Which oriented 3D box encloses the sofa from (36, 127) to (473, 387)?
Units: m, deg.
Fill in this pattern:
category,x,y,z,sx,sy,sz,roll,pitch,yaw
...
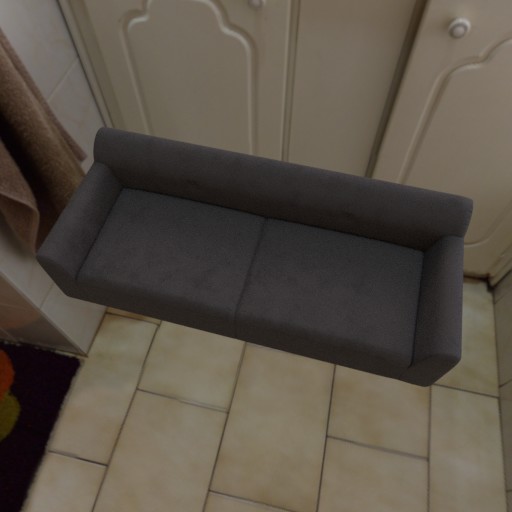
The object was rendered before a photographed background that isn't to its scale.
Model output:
category,x,y,z,sx,sy,sz,roll,pitch,yaw
sofa,0.000,0.000,2.584,2.190,0.740,0.900,13,59,8
